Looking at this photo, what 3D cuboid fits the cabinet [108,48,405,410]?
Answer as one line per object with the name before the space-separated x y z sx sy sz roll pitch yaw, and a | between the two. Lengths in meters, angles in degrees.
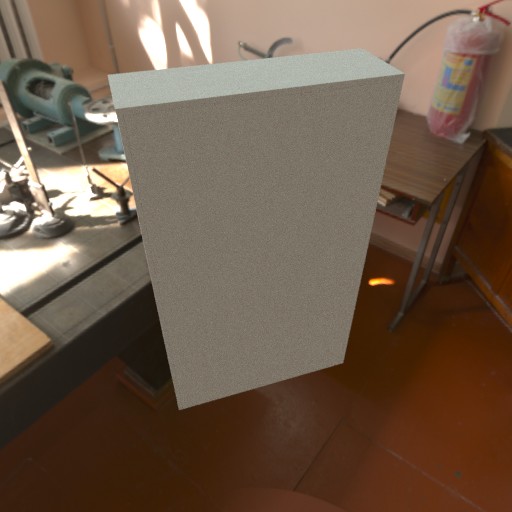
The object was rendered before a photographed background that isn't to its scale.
cabinet | 0.000 0.000 1.594 0.750 1.280 0.250 -12 42 -14
